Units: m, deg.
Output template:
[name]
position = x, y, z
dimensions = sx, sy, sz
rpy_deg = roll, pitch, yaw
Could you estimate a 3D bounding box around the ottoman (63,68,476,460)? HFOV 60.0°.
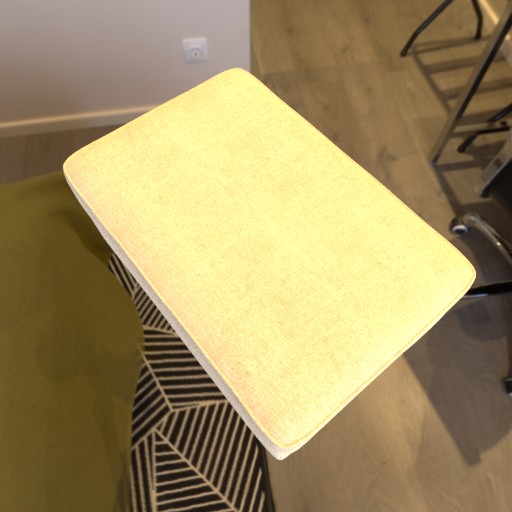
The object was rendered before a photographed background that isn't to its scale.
[ottoman]
position = 0.000, 0.000, 1.192
dimensions = 0.583, 0.484, 0.862
rpy_deg = -36, 68, -17
